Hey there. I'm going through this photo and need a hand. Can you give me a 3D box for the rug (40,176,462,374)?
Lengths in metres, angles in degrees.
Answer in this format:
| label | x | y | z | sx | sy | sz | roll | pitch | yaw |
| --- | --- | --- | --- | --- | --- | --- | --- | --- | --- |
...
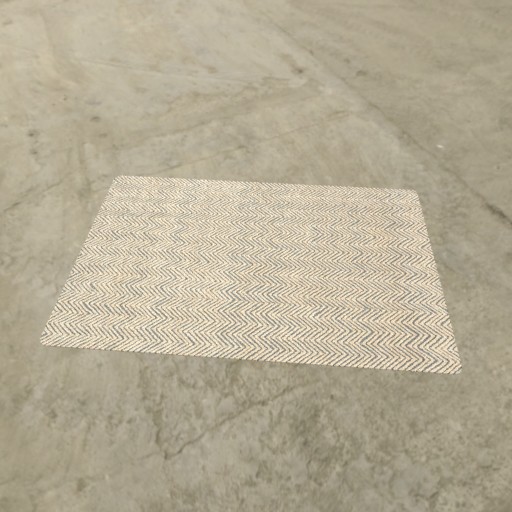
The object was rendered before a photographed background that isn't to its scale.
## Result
| label | x | y | z | sx | sy | sz | roll | pitch | yaw |
| --- | --- | --- | --- | --- | --- | --- | --- | --- | --- |
| rug | 0.000 | 0.000 | 2.194 | 1.752 | 0.008 | 1.144 | 3 | 48 | 3 |
